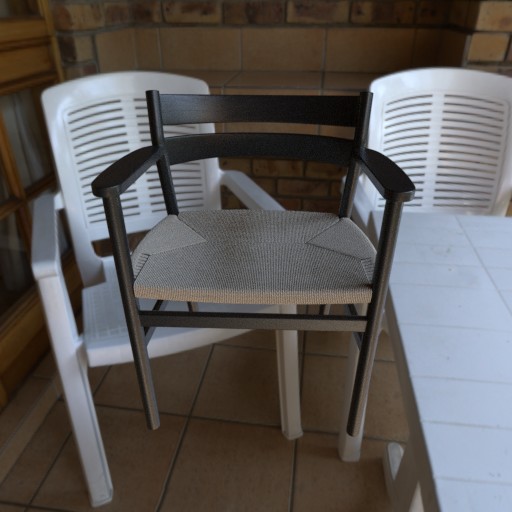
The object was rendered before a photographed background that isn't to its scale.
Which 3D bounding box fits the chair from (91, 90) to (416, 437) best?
[{"bbox_3d":[0.000,0.000,1.165,0.630,0.775,0.508,1,31,2],"label":"chair"}]
